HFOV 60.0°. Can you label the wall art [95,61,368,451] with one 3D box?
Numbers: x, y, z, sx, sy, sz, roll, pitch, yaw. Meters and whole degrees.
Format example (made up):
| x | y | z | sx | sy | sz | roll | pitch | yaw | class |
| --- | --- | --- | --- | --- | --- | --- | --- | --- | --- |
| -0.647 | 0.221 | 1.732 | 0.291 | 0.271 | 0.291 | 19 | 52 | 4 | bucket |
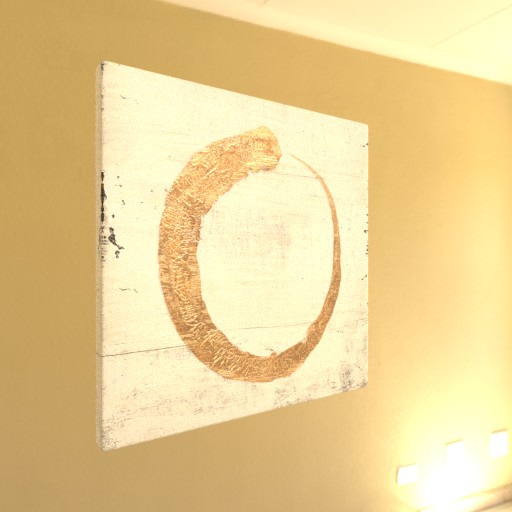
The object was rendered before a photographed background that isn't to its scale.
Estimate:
| x | y | z | sx | sy | sz | roll | pitch | yaw | class |
| --- | --- | --- | --- | --- | --- | --- | --- | --- | --- |
| 0.000 | 0.000 | 0.877 | 0.610 | 0.611 | 0.040 | 0 | 0 | -35 | wall art |
